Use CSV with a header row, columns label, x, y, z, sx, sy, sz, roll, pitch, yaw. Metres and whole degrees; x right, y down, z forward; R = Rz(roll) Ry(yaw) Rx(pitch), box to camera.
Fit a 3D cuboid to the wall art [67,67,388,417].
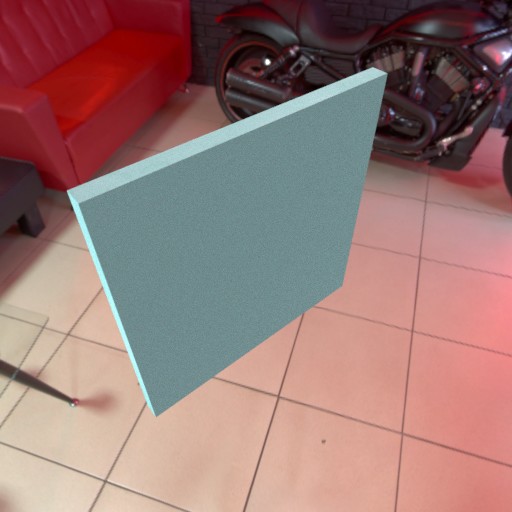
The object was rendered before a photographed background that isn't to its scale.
label,x,y,z,sx,sy,sz,roll,pitch,yaw
wall art,0.000,0.000,0.910,0.603,0.603,0.036,-30,53,-26
